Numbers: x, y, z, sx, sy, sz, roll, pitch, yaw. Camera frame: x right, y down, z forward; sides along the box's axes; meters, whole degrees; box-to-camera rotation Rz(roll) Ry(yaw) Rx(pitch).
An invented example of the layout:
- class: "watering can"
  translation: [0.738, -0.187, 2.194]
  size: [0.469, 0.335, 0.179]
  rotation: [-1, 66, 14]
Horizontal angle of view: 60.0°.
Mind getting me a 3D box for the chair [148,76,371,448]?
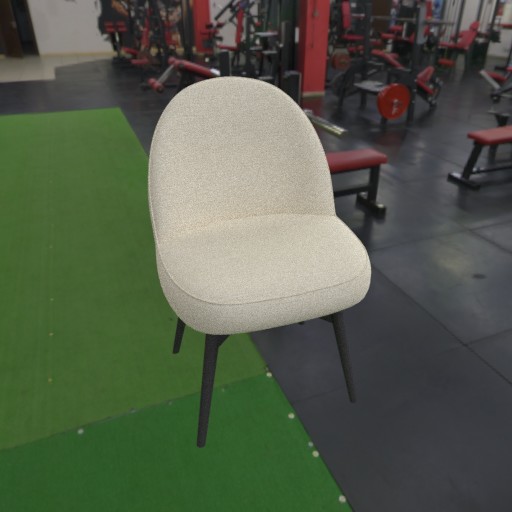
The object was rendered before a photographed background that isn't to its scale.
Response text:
- class: "chair"
  translation: [0.000, 0.000, 1.201]
  size: [0.532, 0.838, 0.540]
  rotation: [-10, 32, -16]
